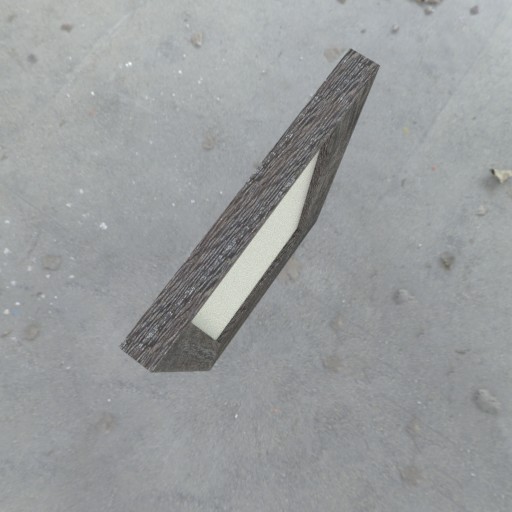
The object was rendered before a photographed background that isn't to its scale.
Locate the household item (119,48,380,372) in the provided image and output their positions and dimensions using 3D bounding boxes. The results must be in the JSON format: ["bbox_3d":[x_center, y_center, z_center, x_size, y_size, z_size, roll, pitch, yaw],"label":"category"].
[{"bbox_3d":[0.000,0.000,0.281,0.020,0.210,0.160,35,78,8],"label":"household item"}]
